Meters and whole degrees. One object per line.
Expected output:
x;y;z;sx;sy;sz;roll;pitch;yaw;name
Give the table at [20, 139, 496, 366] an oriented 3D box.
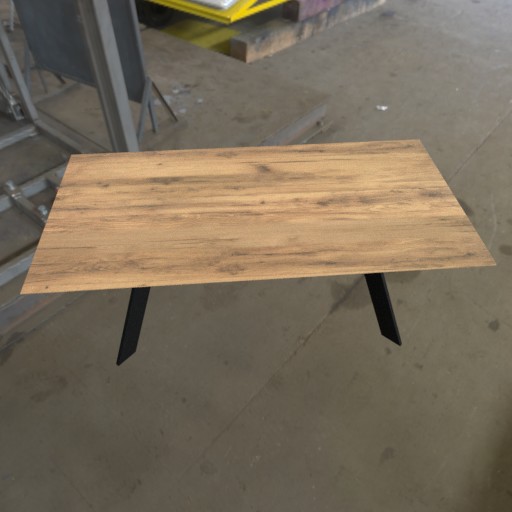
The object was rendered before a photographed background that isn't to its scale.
0.000;0.000;2.476;2.000;0.770;1.000;-3;46;-3;table
